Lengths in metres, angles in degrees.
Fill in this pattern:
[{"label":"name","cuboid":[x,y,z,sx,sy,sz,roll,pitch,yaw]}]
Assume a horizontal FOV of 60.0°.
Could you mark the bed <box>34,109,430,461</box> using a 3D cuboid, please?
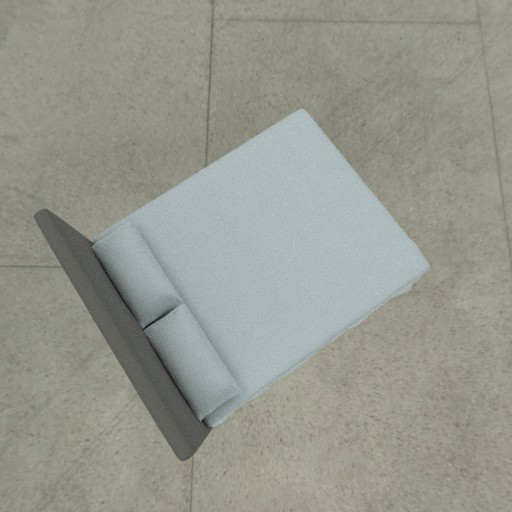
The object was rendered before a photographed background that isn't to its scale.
[{"label":"bed","cuboid":[0.000,0.000,3.252,2.142,1.330,1.748,-34,78,-8]}]
